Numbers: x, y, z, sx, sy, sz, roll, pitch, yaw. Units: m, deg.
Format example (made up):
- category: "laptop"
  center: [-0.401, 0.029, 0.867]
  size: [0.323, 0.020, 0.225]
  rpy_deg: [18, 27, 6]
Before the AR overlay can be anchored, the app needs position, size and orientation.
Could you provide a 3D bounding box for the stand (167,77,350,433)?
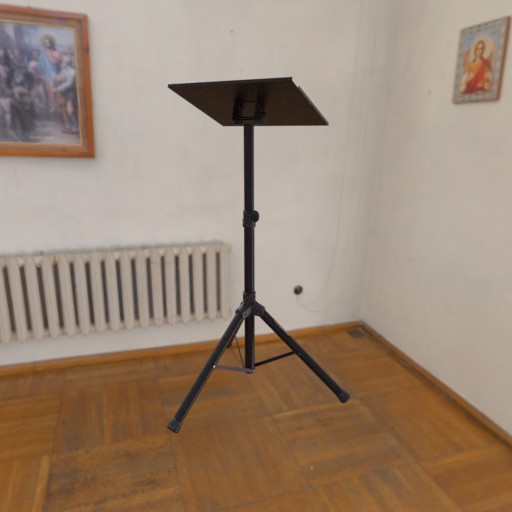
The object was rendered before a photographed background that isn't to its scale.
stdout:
- category: "stand"
  center: [0.000, 0.000, 1.642]
  size: [0.702, 1.198, 0.702]
  rpy_deg: [8, 17, 26]
